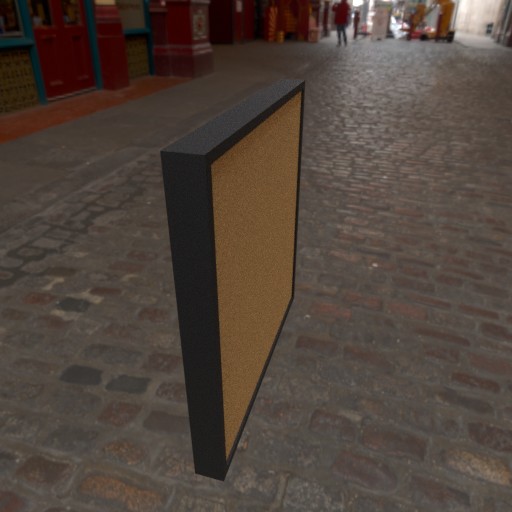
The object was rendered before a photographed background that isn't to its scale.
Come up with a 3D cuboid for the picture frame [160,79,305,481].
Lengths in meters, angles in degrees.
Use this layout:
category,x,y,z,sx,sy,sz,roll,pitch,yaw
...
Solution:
category,x,y,z,sx,sy,sz,roll,pitch,yaw
picture frame,0.000,0.000,0.480,0.030,0.317,0.317,8,31,14
